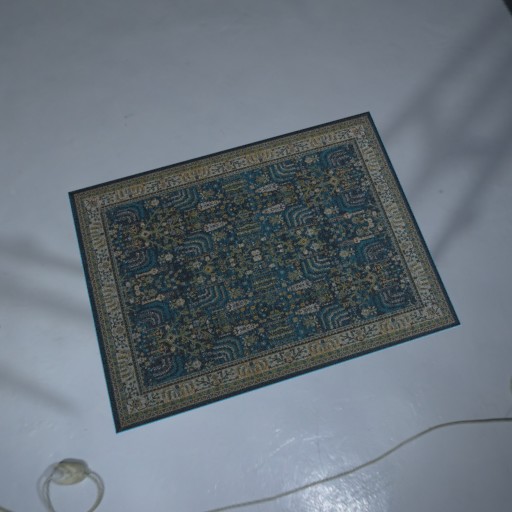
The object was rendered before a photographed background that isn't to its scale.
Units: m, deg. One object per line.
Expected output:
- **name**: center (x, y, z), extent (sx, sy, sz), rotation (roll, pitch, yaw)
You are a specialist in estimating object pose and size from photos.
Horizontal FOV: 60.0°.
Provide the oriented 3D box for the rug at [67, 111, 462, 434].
- **rug**: center (0.000, 0.000, 4.007), extent (3.044, 0.015, 2.226), rotation (-16, 74, -5)
